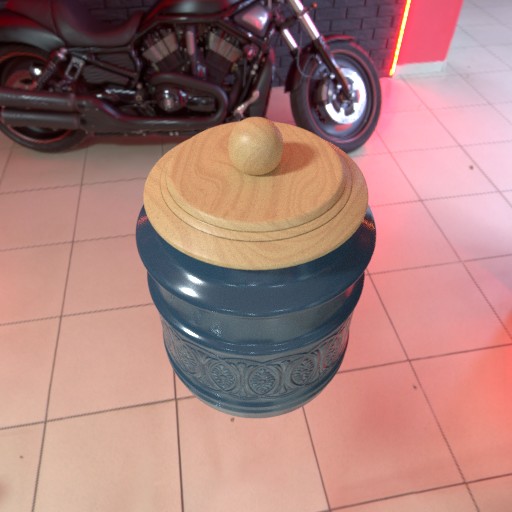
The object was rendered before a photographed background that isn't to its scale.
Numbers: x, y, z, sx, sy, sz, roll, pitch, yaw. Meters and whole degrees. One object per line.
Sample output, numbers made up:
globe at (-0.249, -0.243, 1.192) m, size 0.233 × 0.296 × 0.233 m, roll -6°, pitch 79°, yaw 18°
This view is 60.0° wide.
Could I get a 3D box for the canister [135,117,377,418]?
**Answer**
canister at (0.000, 0.000, 0.264) m, size 0.130 × 0.176 × 0.130 m, roll 0°, pitch 47°, yaw 0°
